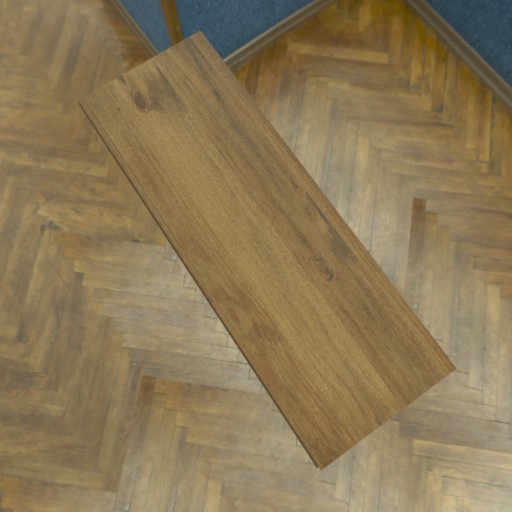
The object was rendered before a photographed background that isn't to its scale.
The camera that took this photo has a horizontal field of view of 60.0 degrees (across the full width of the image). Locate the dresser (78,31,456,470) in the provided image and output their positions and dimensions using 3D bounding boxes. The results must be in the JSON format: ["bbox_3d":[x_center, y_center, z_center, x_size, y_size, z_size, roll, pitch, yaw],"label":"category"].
[{"bbox_3d":[0.000,0.000,1.660,0.479,0.825,1.261,-33,79,-7],"label":"dresser"}]
